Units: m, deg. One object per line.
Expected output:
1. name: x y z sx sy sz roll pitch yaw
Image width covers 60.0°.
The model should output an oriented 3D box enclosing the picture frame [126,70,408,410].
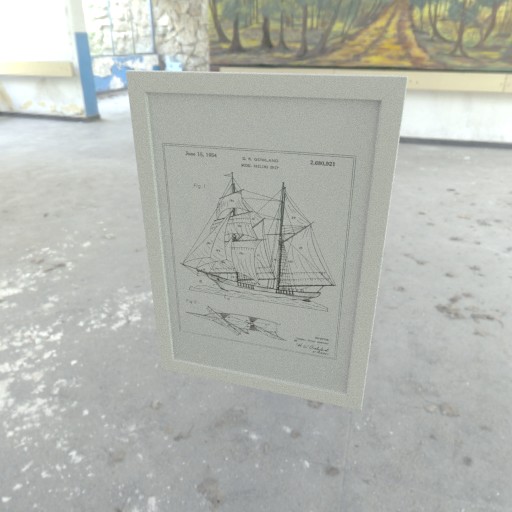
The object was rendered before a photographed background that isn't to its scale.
1. picture frame: 0.000 0.000 0.697 0.381 0.534 0.012 7 27 15
